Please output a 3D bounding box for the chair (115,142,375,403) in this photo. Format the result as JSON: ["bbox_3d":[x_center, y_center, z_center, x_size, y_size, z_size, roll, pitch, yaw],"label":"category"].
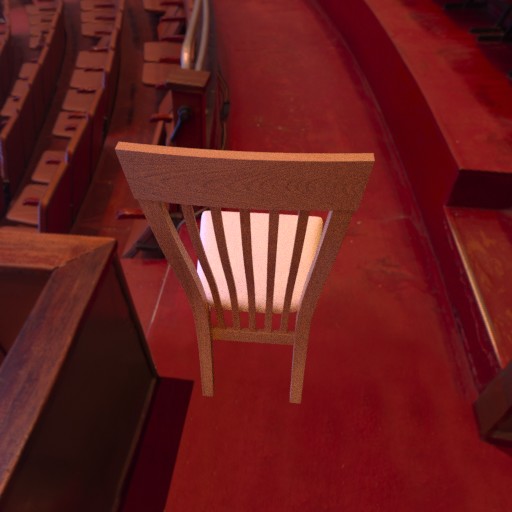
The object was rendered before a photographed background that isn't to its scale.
[{"bbox_3d":[0.000,0.000,1.328,0.450,1.050,0.580,3,45,3],"label":"chair"}]
